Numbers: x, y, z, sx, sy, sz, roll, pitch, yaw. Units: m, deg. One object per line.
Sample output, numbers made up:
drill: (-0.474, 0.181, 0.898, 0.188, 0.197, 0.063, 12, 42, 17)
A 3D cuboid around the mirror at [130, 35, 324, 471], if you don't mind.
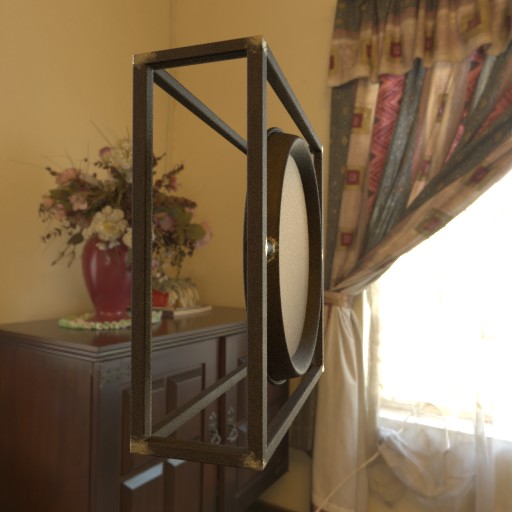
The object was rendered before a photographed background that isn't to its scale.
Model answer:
mirror: (0.000, 0.000, 0.468, 0.107, 0.303, 0.306, 0, -1, 17)
